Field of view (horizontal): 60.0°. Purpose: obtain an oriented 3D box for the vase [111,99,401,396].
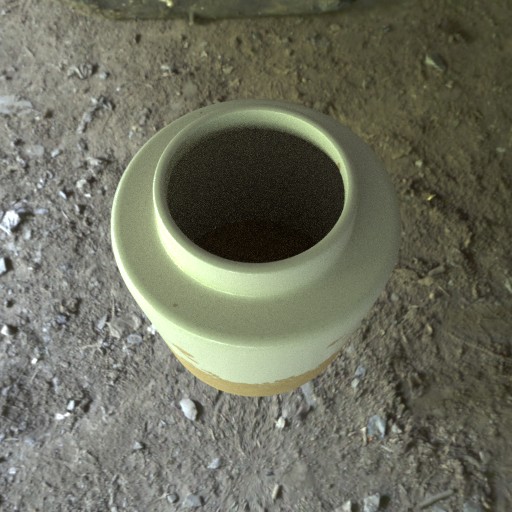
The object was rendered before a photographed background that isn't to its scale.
[{"bbox_3d":[0.000,0.000,0.284,0.153,0.167,0.153,0,64,0],"label":"vase"}]
